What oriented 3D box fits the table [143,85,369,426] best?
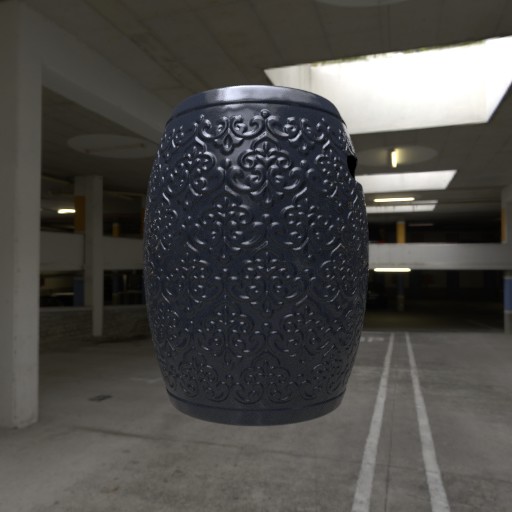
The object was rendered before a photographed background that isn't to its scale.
[{"bbox_3d":[0.000,0.000,0.624,0.309,0.397,0.309,0,-1,0],"label":"table"}]
